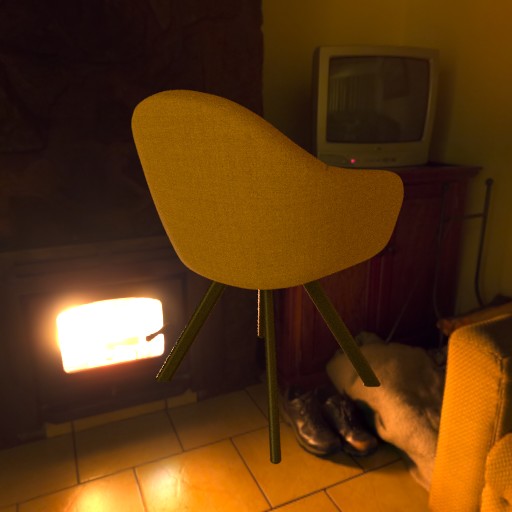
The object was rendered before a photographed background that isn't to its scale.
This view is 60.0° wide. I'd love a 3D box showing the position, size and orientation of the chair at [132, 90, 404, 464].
[{"bbox_3d":[0.000,0.000,1.164,0.550,0.795,0.590,-16,23,-43],"label":"chair"}]
